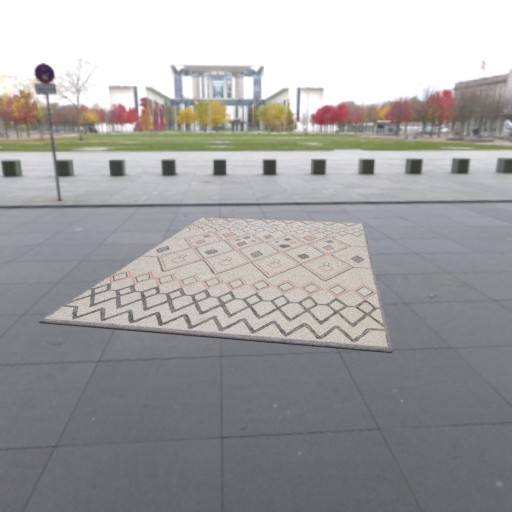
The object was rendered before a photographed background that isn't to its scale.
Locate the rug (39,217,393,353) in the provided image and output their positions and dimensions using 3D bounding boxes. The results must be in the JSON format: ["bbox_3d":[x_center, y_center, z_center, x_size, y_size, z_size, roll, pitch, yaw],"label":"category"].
[{"bbox_3d":[0.000,0.000,2.990,1.524,0.015,2.438,3,16,10],"label":"rug"}]
